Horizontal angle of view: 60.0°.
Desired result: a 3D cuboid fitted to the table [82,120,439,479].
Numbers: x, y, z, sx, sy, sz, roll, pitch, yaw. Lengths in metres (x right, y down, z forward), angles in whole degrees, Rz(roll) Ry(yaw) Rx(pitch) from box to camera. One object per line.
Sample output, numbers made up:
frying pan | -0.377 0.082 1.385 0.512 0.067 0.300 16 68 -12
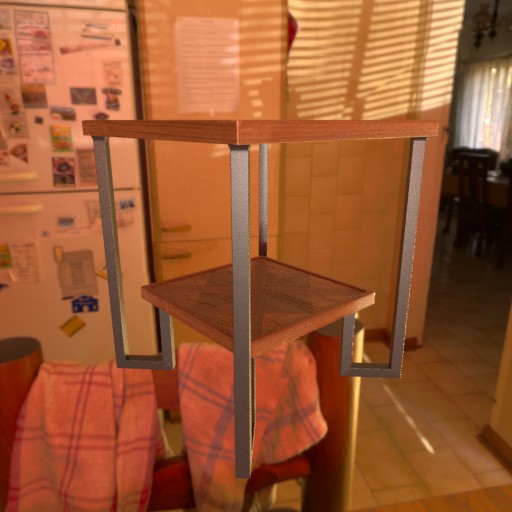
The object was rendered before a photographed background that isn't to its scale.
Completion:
table | 0.000 0.000 0.961 0.503 0.563 0.503 -14 22 -39
